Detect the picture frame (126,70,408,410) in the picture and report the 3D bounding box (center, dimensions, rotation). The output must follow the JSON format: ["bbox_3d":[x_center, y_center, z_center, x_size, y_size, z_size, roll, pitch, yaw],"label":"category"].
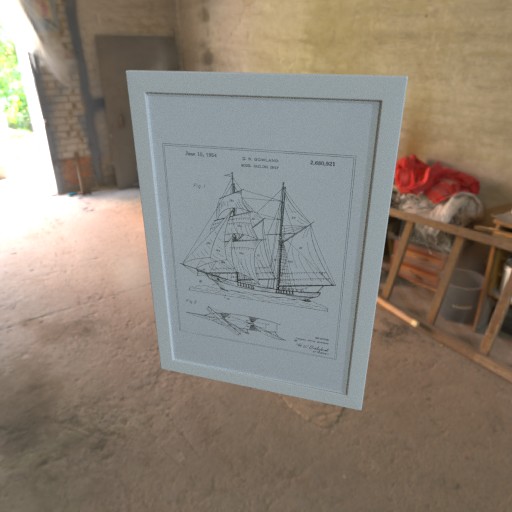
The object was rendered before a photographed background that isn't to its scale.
[{"bbox_3d":[0.000,0.000,0.697,0.381,0.534,0.012,7,27,15],"label":"picture frame"}]
